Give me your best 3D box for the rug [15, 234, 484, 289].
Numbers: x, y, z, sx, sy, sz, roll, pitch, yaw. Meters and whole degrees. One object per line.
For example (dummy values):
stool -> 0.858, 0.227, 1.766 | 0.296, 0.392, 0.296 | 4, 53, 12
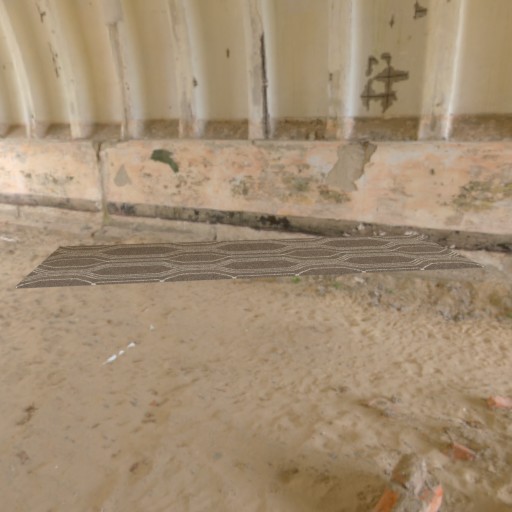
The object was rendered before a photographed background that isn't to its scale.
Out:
rug -> 0.000, 0.000, 2.669 | 2.464, 0.012, 0.773 | -2, 16, -8
